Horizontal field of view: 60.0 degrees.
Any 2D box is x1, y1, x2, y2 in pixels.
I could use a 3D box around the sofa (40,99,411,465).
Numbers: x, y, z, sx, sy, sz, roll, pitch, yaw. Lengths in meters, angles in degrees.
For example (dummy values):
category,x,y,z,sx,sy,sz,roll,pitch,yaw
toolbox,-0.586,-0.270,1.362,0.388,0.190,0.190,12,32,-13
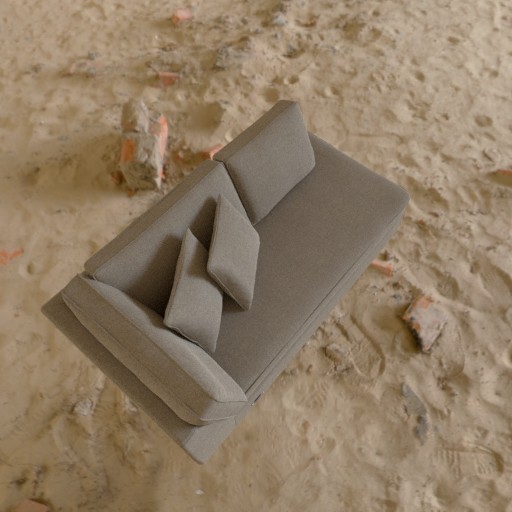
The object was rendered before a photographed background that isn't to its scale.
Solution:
category,x,y,z,sx,sy,sz,roll,pitch,yaw
sofa,0.000,0.000,2.829,1.110,1.019,2.238,36,65,20
